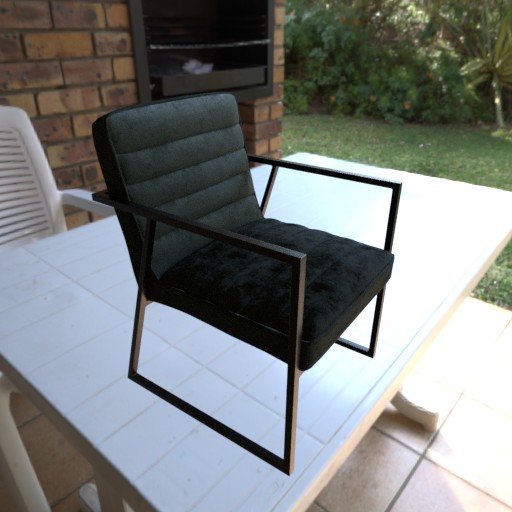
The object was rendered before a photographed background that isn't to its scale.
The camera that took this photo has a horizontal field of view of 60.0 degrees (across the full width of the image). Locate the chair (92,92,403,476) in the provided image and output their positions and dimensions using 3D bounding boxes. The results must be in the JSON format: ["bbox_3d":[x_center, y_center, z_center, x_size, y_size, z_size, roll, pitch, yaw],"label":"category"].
[{"bbox_3d":[0.000,0.000,1.290,0.677,0.833,0.571,18,33,31],"label":"chair"}]
